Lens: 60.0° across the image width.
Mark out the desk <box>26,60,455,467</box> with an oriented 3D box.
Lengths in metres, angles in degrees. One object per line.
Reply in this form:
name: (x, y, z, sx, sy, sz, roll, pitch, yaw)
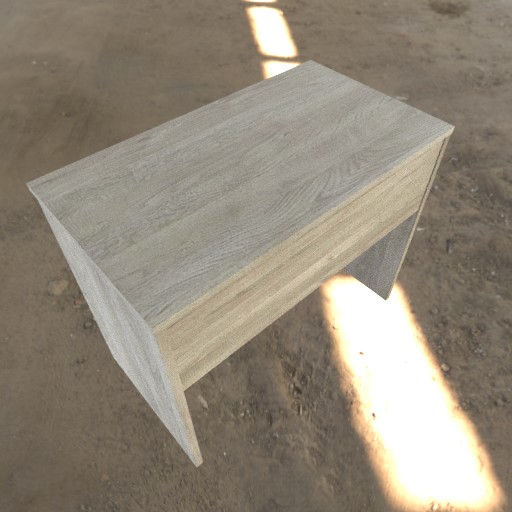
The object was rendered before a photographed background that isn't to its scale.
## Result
desk: (0.000, 0.000, 1.306, 0.893, 0.724, 0.498, -34, 56, -26)
